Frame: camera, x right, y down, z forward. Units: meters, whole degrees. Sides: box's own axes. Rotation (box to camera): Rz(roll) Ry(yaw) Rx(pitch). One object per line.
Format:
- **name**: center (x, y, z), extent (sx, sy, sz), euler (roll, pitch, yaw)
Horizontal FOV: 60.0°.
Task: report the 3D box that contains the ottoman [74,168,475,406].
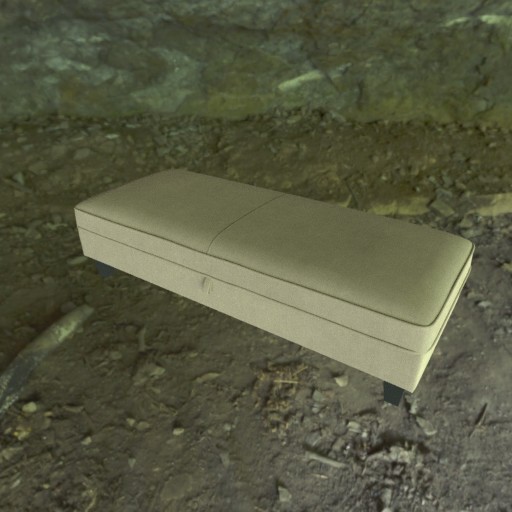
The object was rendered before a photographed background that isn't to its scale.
- **ottoman**: center (0.000, 0.000, 2.052), extent (1.726, 0.460, 0.735), euler (18, 34, 29)
